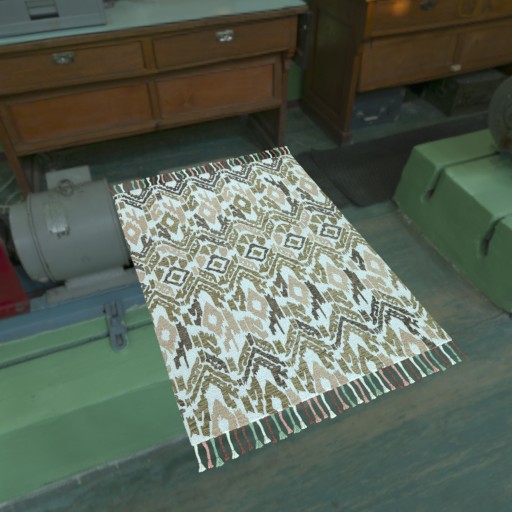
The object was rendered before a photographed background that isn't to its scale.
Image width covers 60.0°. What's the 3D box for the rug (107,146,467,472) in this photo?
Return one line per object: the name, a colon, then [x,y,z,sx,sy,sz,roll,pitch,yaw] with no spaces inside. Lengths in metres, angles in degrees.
rug: [0.000,0.000,2.295,1.219,0.008,1.829,-17,47,-16]
